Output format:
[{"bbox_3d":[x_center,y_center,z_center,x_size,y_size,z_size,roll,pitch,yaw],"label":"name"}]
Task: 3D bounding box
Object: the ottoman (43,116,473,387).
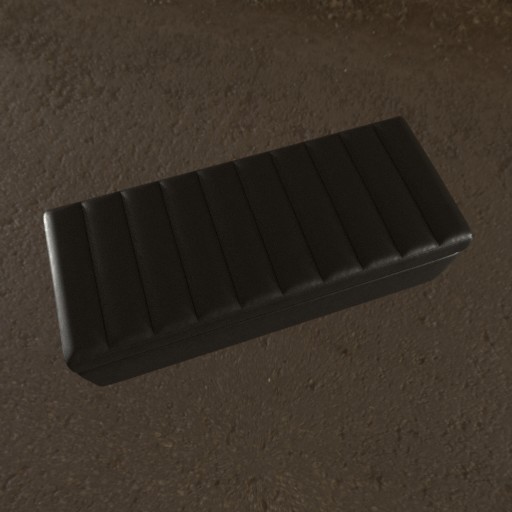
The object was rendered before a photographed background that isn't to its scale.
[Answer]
[{"bbox_3d":[0.000,0.000,1.436,1.151,0.469,0.482,-17,66,-7],"label":"ottoman"}]
